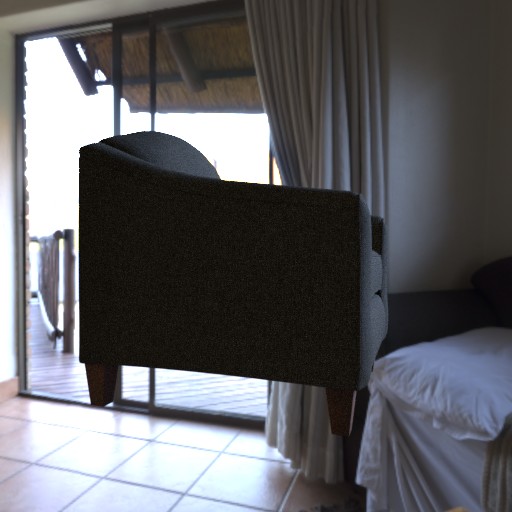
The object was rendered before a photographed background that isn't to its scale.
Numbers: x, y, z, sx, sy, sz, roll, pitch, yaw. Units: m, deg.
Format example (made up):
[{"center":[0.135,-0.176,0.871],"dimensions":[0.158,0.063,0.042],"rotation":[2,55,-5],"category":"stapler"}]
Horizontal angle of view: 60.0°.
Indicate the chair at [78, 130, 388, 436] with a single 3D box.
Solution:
[{"center":[0.000,0.000,1.435],"dimensions":[0.787,0.839,0.763],"rotation":[0,0,20],"category":"chair"}]
